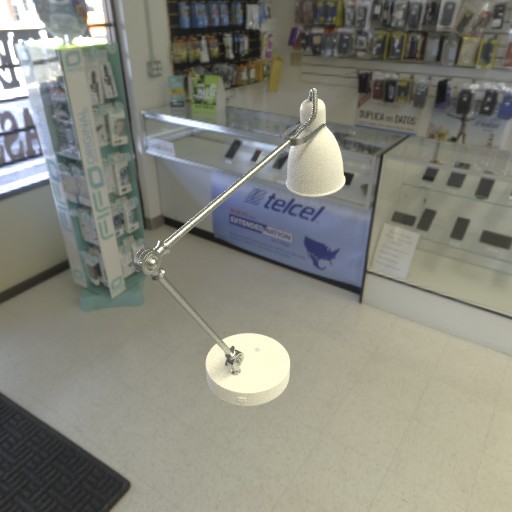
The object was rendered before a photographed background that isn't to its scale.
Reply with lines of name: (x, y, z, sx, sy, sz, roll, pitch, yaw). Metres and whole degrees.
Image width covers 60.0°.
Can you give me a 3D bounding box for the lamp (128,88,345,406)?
lamp: (0.000, 0.000, 0.874, 0.187, 0.587, 0.561, 21, 36, 31)
